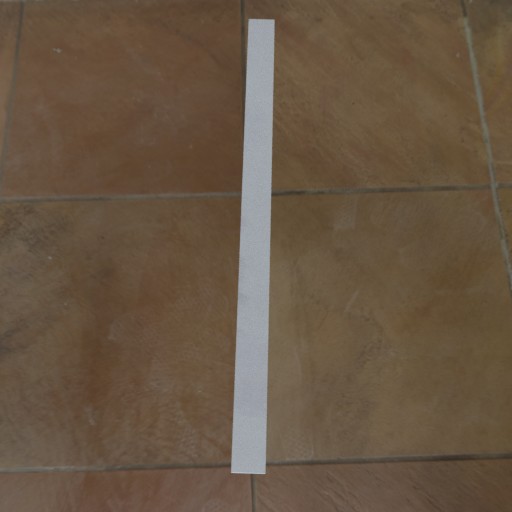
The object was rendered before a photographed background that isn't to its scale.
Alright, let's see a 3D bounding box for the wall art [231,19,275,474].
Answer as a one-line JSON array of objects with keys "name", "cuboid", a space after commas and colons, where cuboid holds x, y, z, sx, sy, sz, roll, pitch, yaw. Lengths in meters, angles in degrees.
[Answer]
[{"name": "wall art", "cuboid": [0.000, 0.000, 0.766, 0.038, 0.407, 0.609, 2, 75, 0]}]
